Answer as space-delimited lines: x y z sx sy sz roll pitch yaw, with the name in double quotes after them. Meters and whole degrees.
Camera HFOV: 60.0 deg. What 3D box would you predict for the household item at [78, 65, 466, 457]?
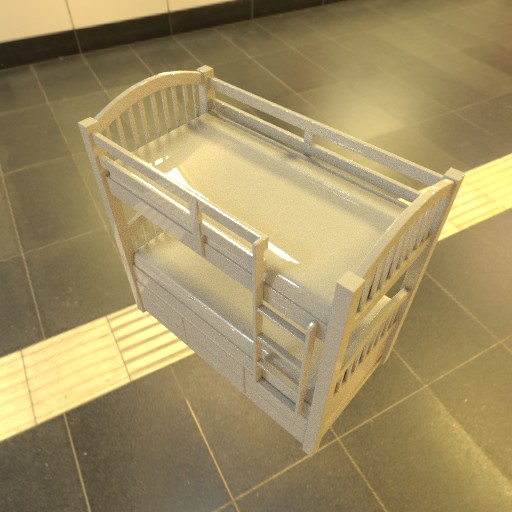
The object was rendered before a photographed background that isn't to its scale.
0.000 0.000 3.242 2.032 2.032 1.143 33 55 27 "household item"
